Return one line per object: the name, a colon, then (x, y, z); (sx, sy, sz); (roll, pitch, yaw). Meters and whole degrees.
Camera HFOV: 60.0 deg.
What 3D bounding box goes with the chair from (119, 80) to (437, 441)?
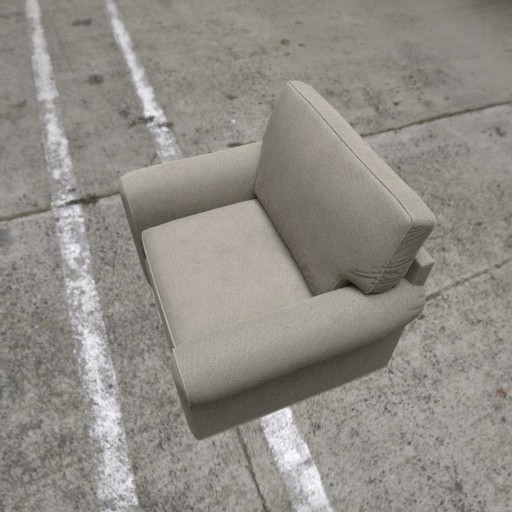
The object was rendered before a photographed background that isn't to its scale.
chair: (0.000, 0.000, 1.892); (0.939, 1.044, 1.147); (-17, 51, -14)
